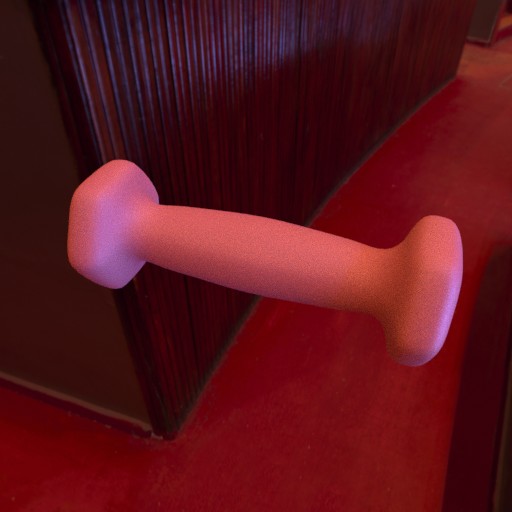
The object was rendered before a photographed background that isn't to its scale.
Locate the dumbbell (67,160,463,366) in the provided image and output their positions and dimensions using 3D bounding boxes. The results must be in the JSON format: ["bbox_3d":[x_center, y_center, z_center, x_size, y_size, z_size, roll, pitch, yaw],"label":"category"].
[{"bbox_3d":[0.000,0.000,0.147,0.123,0.043,0.047,12,42,14],"label":"dumbbell"}]
